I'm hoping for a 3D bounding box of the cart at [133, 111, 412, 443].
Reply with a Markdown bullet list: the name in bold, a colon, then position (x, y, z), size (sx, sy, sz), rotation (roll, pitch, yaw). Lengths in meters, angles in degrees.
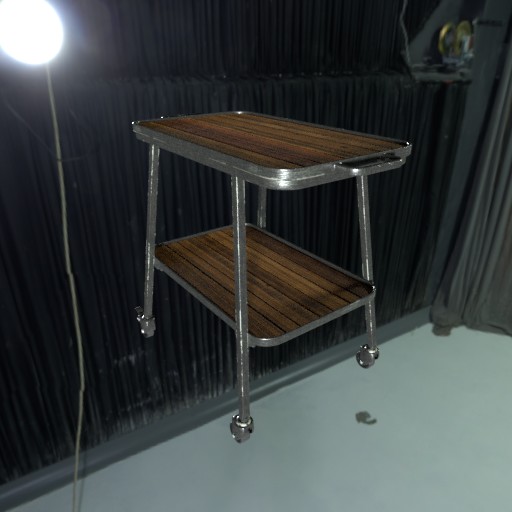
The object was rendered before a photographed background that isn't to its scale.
- **cart**: position (0.000, 0.000, 1.273), size (0.515, 0.700, 0.806), rotation (-18, 31, -33)
